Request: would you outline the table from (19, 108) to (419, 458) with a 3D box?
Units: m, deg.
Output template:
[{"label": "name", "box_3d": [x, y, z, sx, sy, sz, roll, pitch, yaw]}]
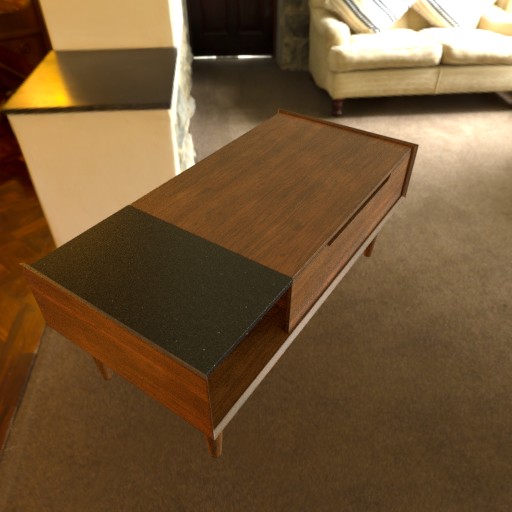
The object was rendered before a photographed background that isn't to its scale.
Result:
[{"label": "table", "box_3d": [0.000, 0.000, 1.533, 0.610, 0.508, 1.221, 24, 46, 26]}]
